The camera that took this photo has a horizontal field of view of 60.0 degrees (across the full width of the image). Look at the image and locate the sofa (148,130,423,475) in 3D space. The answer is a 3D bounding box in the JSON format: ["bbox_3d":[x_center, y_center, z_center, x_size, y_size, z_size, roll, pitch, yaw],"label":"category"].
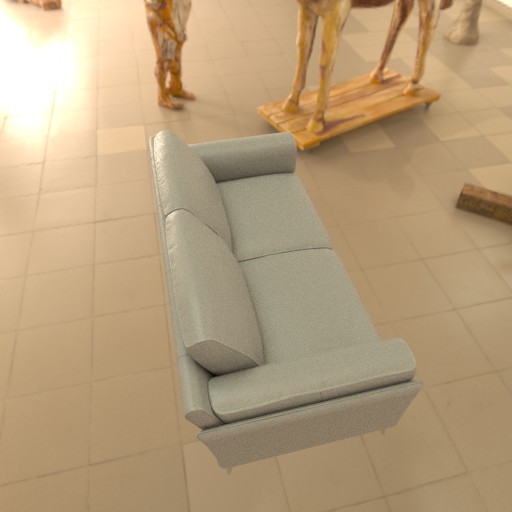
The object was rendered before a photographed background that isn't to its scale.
[{"bbox_3d":[0.000,0.000,2.640,1.049,0.930,2.101,-10,47,-9],"label":"sofa"}]
